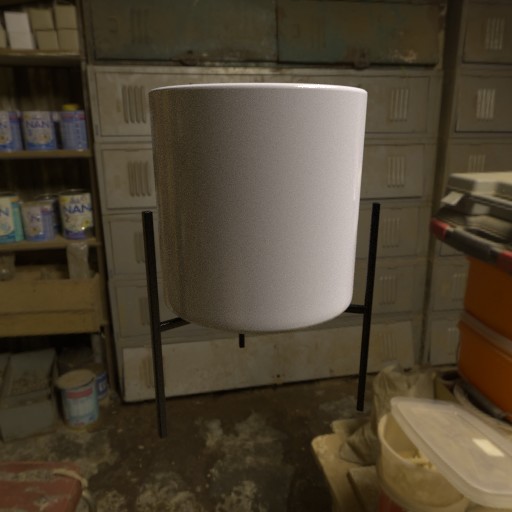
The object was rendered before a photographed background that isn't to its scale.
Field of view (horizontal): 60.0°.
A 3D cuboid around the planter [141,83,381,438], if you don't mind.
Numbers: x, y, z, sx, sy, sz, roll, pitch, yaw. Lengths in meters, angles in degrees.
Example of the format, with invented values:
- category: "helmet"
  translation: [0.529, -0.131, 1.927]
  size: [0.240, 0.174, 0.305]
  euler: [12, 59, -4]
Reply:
- category: "planter"
  translation: [0.000, 0.000, 0.513]
  size: [0.239, 0.356, 0.239]
  euler: [-3, 17, -9]
